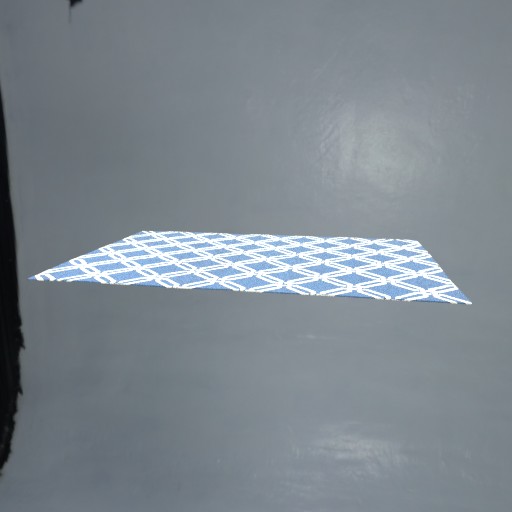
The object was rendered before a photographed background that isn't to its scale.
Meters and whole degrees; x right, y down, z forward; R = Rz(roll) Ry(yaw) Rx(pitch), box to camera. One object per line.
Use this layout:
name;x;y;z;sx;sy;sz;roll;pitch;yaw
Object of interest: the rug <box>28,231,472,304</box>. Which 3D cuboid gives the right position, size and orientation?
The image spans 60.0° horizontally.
rug;0.000;0.000;2.249;1.755;0.010;1.153;2;14;10
